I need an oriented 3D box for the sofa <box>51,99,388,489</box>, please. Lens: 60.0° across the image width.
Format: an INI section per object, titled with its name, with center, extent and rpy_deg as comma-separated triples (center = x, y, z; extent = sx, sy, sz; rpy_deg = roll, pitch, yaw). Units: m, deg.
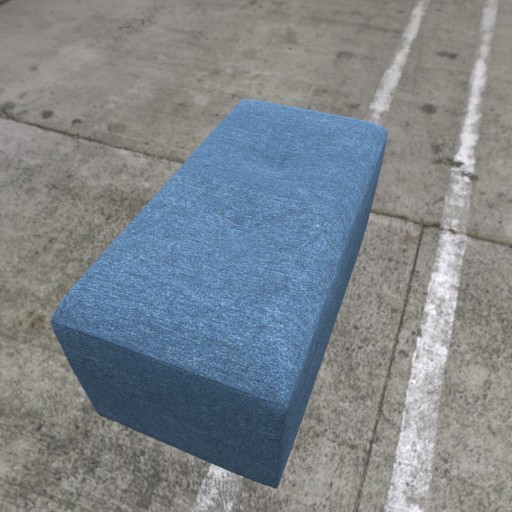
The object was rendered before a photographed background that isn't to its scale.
[sofa]
center = 0.000, 0.000, 1.168
extent = 0.480, 0.470, 0.930
rpy_deg = 16, 48, 15
